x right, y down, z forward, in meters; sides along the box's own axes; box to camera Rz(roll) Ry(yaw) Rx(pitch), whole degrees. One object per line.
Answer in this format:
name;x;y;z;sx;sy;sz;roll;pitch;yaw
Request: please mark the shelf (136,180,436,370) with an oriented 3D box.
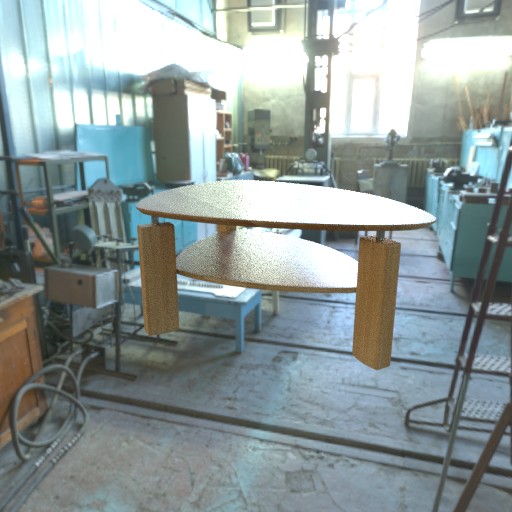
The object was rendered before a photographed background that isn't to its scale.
shelf;0.000;0.000;1.669;0.863;0.439;1.240;-8;18;-27
